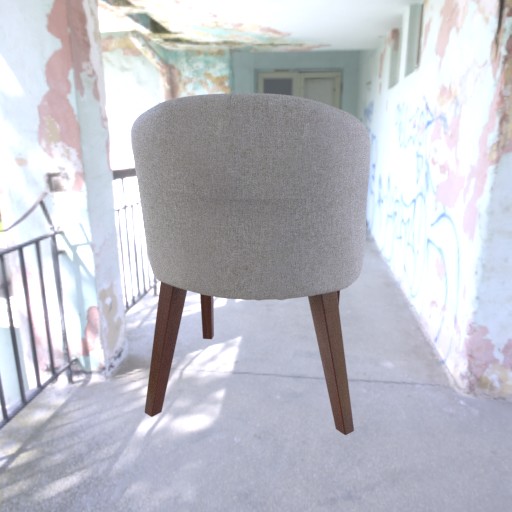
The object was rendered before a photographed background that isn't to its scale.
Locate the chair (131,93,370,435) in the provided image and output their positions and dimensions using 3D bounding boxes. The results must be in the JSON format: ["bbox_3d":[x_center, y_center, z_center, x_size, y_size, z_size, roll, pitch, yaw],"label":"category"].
[{"bbox_3d":[0.000,0.000,1.236,0.583,0.811,0.655,2,16,9],"label":"chair"}]
